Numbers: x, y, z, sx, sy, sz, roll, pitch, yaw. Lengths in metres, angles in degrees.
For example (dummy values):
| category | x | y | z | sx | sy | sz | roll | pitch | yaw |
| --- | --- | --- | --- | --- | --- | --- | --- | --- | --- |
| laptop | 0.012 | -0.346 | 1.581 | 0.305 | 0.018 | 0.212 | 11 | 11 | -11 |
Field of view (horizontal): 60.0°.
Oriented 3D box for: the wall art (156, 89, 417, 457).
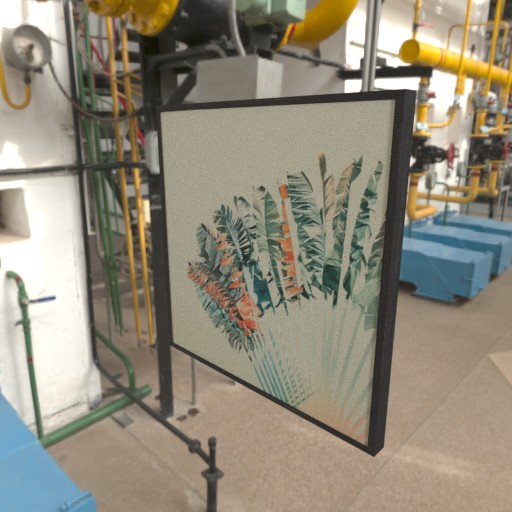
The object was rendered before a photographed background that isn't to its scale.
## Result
| category | x | y | z | sx | sy | sz | roll | pitch | yaw |
| --- | --- | --- | --- | --- | --- | --- | --- | --- | --- |
| wall art | 0.000 | 0.000 | 1.139 | 0.762 | 0.758 | 0.043 | 15 | 21 | 42 |
